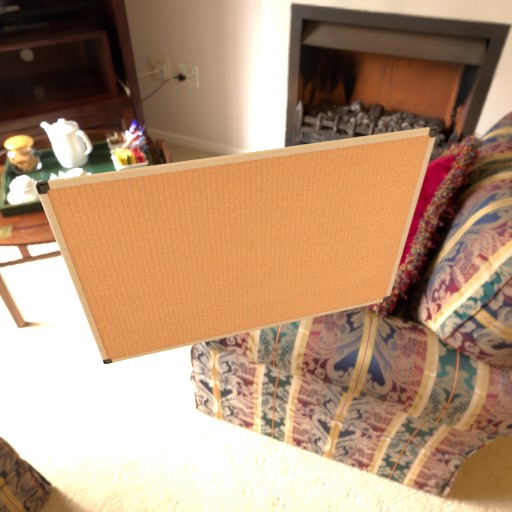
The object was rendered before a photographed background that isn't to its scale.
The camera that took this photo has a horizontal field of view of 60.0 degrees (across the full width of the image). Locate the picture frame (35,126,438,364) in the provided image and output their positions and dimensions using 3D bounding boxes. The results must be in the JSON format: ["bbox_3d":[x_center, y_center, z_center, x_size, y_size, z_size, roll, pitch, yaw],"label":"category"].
[{"bbox_3d":[0.000,0.000,1.155,0.900,0.600,0.010,-11,42,-12],"label":"picture frame"}]
